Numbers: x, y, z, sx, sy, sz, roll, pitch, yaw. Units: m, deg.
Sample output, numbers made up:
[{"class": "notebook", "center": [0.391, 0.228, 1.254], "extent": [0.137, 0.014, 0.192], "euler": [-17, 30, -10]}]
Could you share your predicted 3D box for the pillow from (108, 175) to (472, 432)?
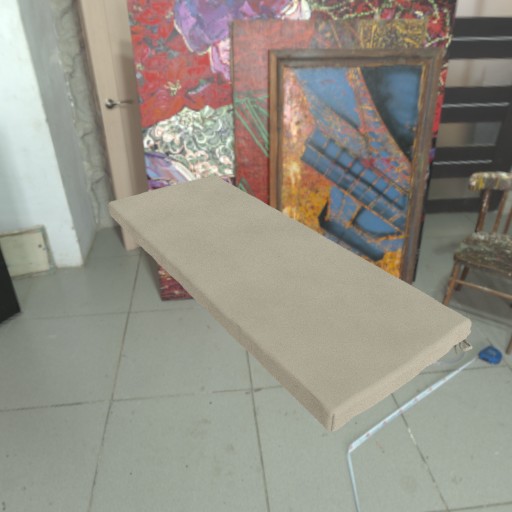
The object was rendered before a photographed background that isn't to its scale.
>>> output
[{"class": "pillow", "center": [0.000, 0.000, 1.325], "extent": [0.492, 0.081, 1.187], "euler": [-21, 37, -30]}]
